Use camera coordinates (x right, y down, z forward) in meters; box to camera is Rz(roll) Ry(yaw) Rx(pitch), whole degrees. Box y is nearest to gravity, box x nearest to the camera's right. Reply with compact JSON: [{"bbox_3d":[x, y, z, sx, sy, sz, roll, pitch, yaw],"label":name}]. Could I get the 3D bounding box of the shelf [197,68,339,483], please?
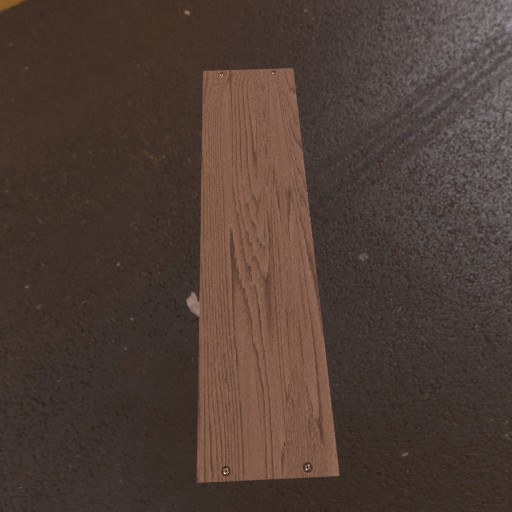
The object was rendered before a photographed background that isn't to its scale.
[{"bbox_3d":[0.000,0.000,0.677,0.150,0.170,0.610,-2,63,-1],"label":"shelf"}]
